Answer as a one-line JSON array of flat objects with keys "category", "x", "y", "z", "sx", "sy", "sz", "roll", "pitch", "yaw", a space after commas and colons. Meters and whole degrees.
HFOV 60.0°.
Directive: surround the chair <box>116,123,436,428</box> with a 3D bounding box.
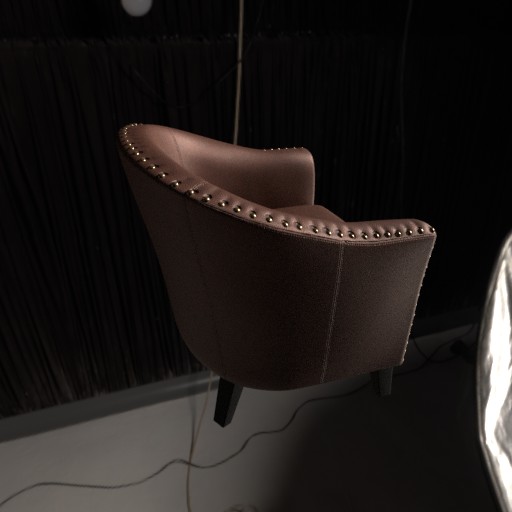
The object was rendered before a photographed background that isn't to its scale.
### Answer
[{"category": "chair", "x": 0.000, "y": 0.000, "z": 1.425, "sx": 0.748, "sy": 0.823, "sz": 0.794, "roll": -10, "pitch": 31, "yaw": -17}]
